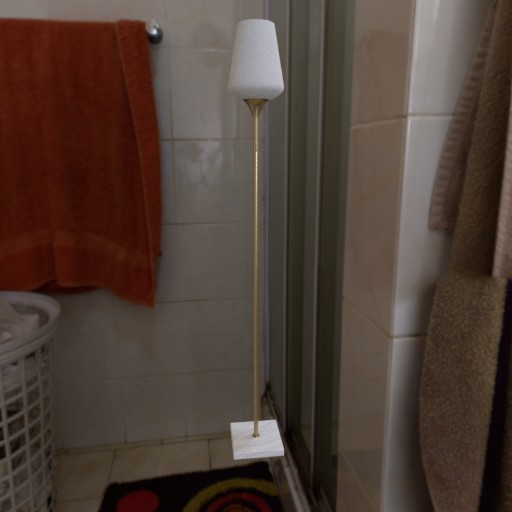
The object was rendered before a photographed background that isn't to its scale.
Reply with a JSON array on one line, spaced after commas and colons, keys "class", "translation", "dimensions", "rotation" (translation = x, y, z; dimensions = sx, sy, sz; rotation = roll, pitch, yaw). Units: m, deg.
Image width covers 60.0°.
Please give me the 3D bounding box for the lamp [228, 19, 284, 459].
[{"class": "lamp", "translation": [0.000, 0.000, 1.898], "dimensions": [0.229, 1.813, 0.232], "rotation": [-2, 13, -7]}]
